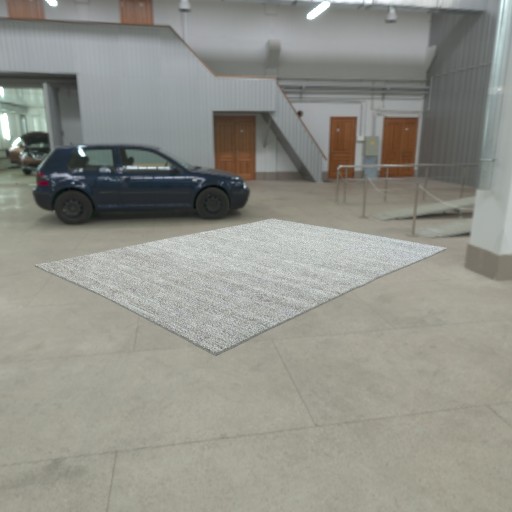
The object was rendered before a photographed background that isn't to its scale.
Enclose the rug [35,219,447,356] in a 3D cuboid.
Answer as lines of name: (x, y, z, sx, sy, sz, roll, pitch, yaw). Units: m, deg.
rug: (0.000, 0.000, 4.271, 2.434, 0.045, 3.202, 14, 21, 42)
